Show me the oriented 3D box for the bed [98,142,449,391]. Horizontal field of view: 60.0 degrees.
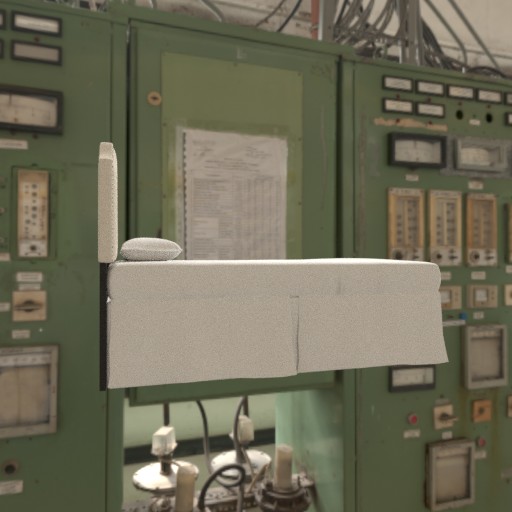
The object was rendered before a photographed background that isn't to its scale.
[{"bbox_3d":[0.000,0.000,3.058,1.999,1.270,1.558,0,0,-17],"label":"bed"}]
